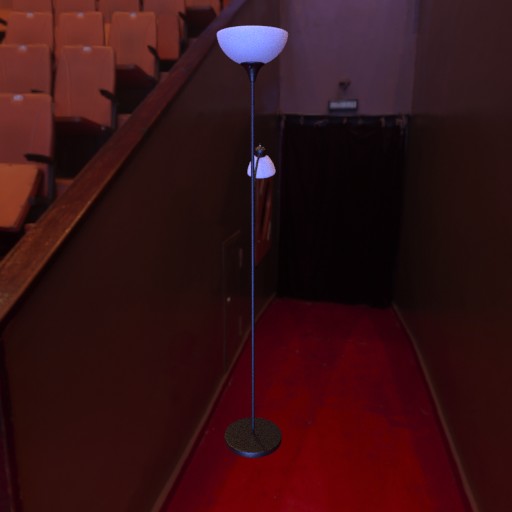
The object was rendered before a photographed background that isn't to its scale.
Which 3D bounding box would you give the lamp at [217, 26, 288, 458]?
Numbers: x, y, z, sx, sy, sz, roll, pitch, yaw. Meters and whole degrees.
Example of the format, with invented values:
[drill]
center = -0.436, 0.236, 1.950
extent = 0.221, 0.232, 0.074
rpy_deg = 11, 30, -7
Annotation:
[lamp]
center = 0.000, 0.000, 2.013
extent = 0.279, 1.804, 0.442
rpy_deg = 2, 15, 9
